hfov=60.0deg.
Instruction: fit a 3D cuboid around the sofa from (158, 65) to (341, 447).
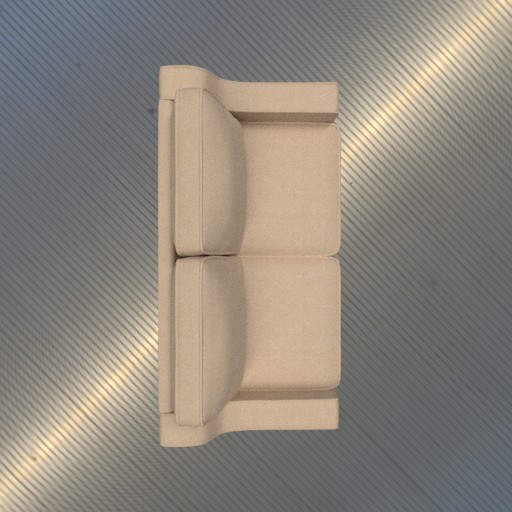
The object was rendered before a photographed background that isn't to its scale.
[{"bbox_3d":[0.000,0.000,3.491,1.351,1.562,2.587,0,90,-1],"label":"sofa"}]
